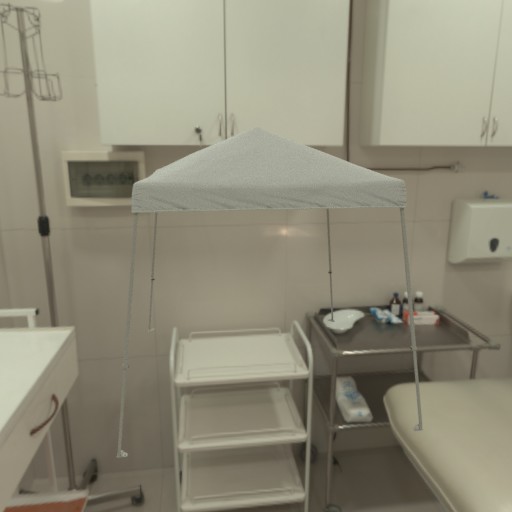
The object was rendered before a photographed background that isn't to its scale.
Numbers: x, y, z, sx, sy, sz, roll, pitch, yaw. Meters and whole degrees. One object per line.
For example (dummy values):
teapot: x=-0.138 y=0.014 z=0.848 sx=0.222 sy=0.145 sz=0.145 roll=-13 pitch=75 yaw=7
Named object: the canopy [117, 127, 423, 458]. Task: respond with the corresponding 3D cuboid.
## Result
canopy: x=0.000 y=0.000 z=5.097 sx=2.848 sy=2.849 sz=2.849 roll=-2 pitch=14 yaw=-8
